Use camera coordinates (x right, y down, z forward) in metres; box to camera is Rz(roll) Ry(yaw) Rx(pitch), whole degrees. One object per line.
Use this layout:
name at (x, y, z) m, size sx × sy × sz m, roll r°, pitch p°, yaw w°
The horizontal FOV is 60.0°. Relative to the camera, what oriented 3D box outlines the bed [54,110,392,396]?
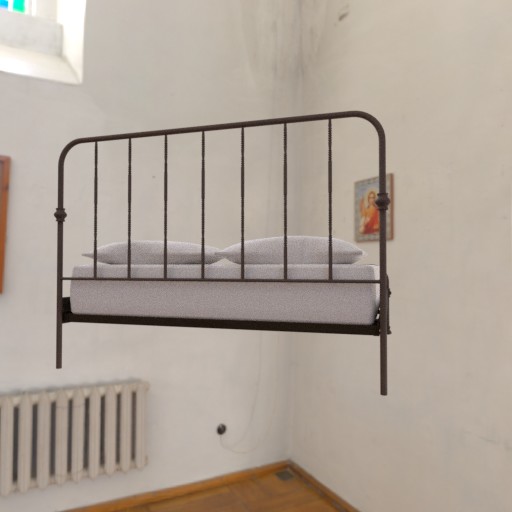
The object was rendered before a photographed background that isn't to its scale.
bed at (0.000, 0.000, 3.504) m, size 2.044 × 1.446 × 2.134 m, roll 0°, pitch -1°, yaw 17°
